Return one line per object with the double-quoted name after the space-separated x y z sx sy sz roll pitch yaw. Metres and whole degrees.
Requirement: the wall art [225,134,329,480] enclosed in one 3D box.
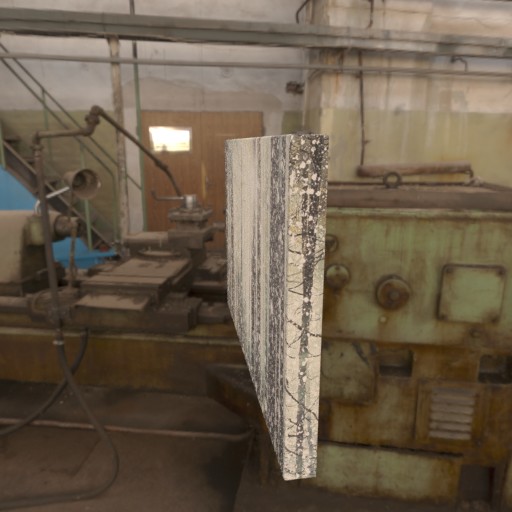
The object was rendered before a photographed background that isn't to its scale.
0.000 0.000 0.777 0.042 0.398 0.618 -2 14 -9 "wall art"
